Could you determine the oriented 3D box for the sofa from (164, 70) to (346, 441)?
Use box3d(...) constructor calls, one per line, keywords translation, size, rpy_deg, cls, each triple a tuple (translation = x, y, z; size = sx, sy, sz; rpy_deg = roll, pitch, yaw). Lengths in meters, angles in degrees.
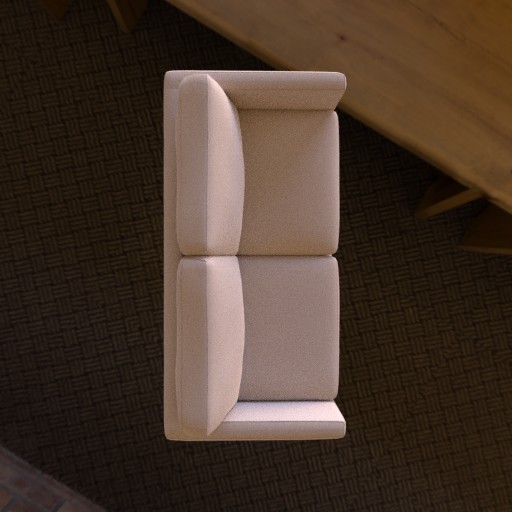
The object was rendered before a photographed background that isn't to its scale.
box3d(translation=(0.000, 0.000, 2.293), size=(0.873, 0.888, 1.722), rpy_deg=(0, 90, -1), cls="sofa")
